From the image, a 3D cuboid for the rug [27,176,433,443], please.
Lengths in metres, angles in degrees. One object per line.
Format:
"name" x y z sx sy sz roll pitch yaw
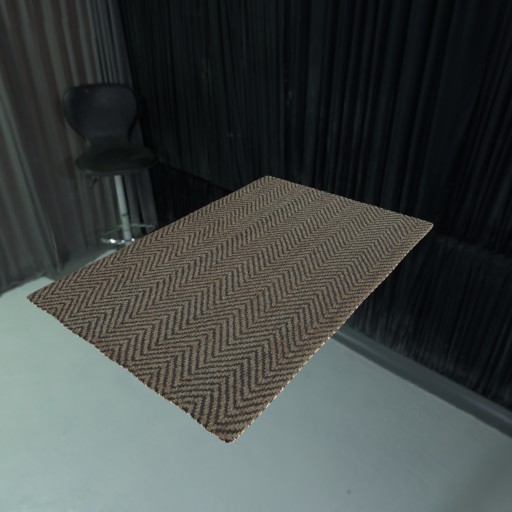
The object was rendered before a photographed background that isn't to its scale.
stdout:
"rug" 0.000 0.000 2.286 1.219 0.008 1.828 23 39 31
